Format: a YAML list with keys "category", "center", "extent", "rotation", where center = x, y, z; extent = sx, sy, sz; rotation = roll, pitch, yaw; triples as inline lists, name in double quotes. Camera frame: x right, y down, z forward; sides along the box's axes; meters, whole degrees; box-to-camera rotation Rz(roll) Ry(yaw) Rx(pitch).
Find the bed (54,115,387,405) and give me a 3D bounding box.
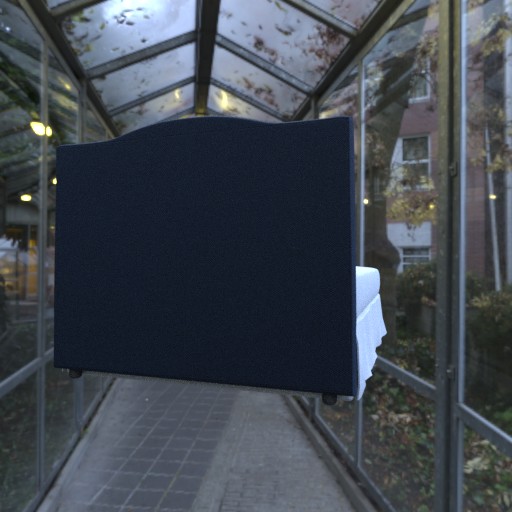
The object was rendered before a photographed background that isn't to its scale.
- category: "bed"
  center: [0.000, 0.000, 3.376]
  extent: [1.821, 1.436, 2.282]
  rotation: [0, -1, 19]
